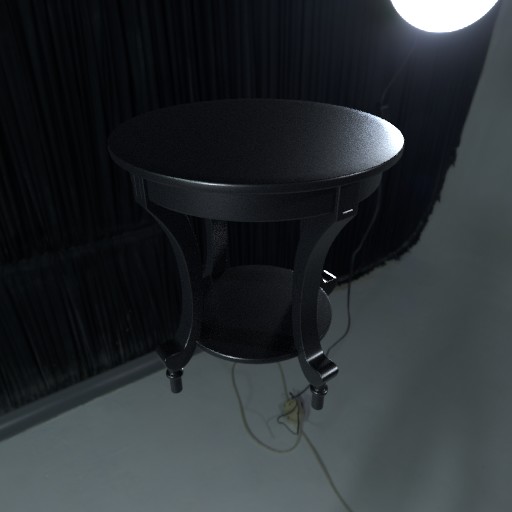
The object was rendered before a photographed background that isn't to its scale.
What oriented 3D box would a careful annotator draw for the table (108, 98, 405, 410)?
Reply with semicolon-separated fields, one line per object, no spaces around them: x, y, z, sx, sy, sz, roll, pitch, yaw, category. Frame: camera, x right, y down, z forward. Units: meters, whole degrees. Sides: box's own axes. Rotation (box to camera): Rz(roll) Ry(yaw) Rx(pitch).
0.000;0.000;1.085;0.597;0.618;0.597;0;31;0;table
